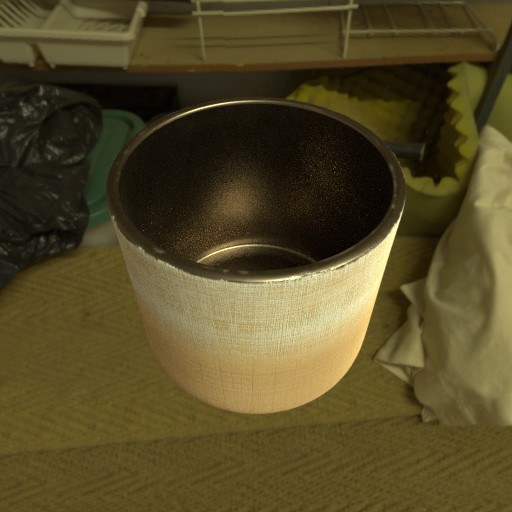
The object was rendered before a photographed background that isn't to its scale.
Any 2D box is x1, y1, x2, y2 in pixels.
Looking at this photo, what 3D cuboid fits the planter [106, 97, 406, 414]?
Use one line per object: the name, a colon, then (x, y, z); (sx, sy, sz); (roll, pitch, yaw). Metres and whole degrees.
planter: (0.000, 0.000, 0.456); (0.254, 0.221, 0.254); (0, 47, 0)
